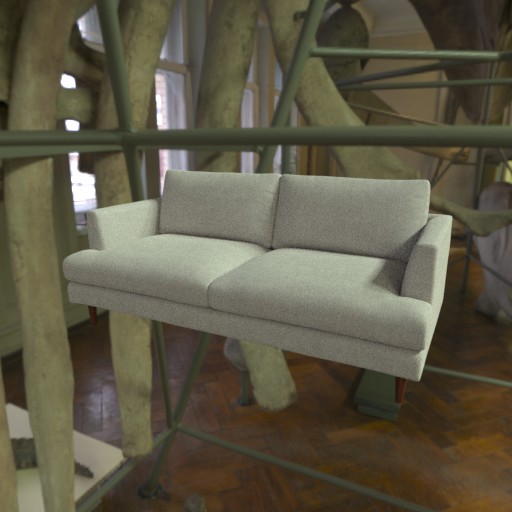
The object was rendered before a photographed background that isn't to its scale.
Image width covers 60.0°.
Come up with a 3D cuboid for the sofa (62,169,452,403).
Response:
[{"bbox_3d":[0.000,0.000,2.492,1.948,0.868,1.020,7,17,26],"label":"sofa"}]
